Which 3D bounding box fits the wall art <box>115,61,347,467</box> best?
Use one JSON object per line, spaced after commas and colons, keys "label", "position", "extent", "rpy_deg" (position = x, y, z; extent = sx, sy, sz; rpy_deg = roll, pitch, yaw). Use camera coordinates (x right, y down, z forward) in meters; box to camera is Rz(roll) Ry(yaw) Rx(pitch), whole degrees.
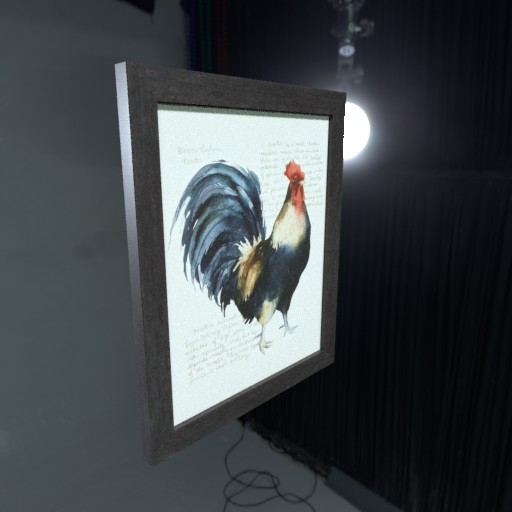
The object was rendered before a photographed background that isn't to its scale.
{"label": "wall art", "position": [0.000, 0.000, 0.786], "extent": [0.027, 0.580, 0.479], "rpy_deg": [14, 20, 43]}
